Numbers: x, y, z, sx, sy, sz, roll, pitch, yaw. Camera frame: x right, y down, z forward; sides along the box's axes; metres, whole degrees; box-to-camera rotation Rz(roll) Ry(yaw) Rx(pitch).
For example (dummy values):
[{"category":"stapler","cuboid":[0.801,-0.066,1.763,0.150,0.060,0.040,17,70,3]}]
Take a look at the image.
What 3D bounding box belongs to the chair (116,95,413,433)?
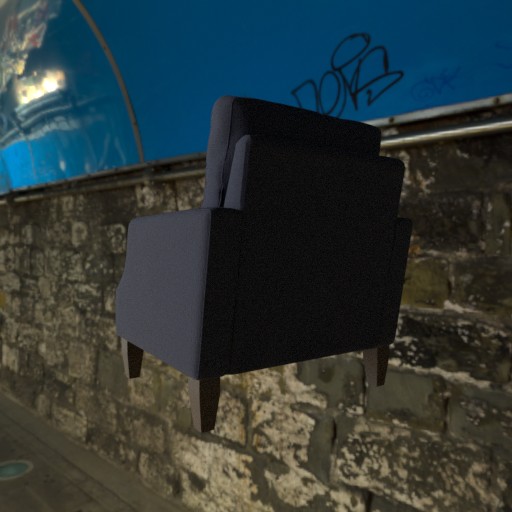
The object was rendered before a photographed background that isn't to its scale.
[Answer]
[{"category":"chair","cuboid":[0.000,0.000,1.722,0.855,0.991,0.897,-1,1,-34]}]
